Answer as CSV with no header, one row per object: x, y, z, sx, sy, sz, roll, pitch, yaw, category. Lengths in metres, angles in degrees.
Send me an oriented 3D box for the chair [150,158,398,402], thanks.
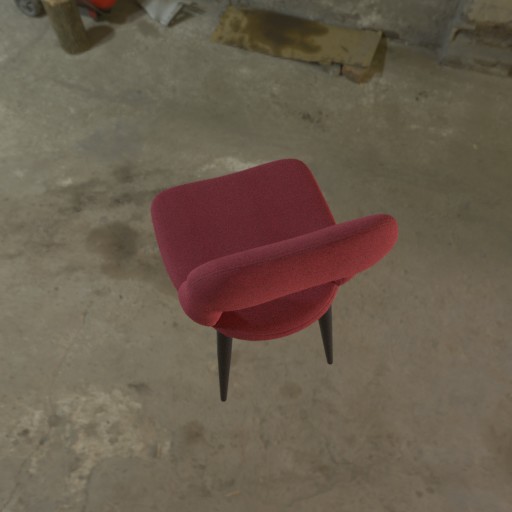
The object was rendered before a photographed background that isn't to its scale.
0.000,0.000,1.192,0.483,0.892,0.569,-16,61,-9,chair
